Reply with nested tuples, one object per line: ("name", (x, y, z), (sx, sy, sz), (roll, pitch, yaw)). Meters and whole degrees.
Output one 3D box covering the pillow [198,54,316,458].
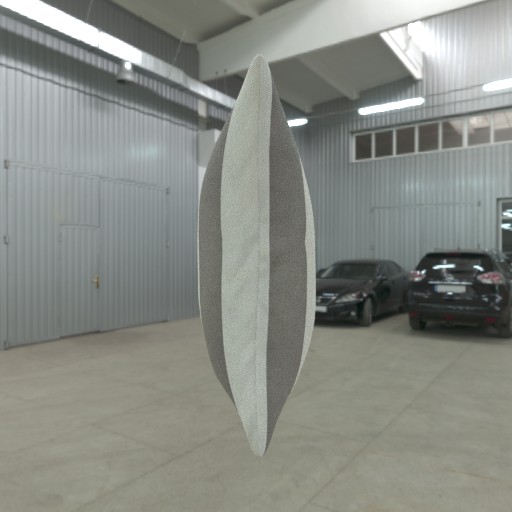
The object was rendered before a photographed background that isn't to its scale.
("pillow", (0.000, 0.000, 0.803), (0.192, 0.507, 0.522), (0, 0, -1))
